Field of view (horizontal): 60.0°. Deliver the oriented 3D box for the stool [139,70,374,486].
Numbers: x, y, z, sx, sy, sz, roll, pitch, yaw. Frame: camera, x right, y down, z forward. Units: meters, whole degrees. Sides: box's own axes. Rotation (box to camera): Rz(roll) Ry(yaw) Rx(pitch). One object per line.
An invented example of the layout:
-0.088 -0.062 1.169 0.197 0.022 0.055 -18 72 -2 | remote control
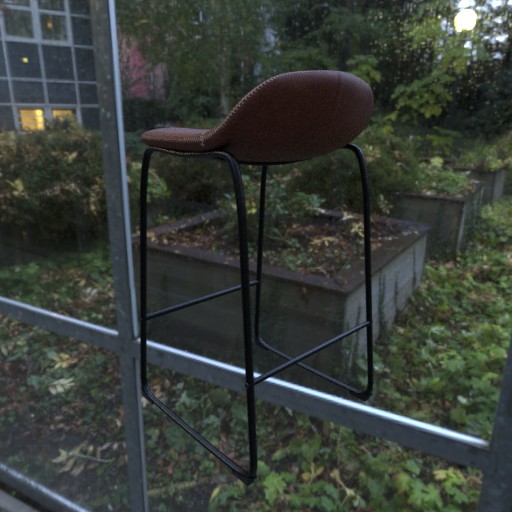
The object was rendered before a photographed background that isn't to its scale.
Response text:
0.000 0.000 1.116 0.454 0.830 0.473 -15 22 -41 | stool
